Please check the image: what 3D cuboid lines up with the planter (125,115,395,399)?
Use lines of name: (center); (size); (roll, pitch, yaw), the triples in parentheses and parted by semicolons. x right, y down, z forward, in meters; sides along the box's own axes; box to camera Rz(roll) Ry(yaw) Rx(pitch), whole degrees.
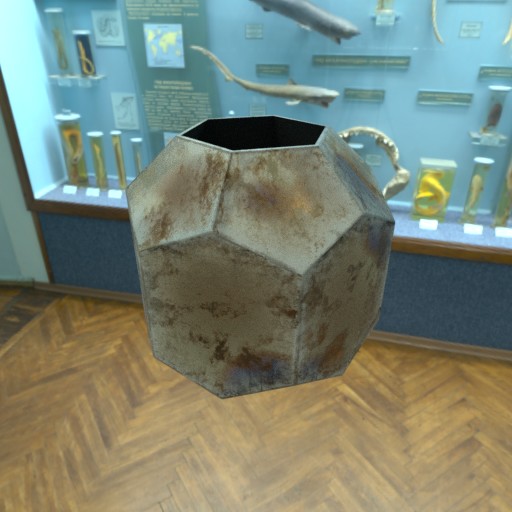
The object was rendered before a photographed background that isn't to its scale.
planter: (0.000, 0.000, 0.425); (0.243, 0.238, 0.221); (8, 30, 13)
